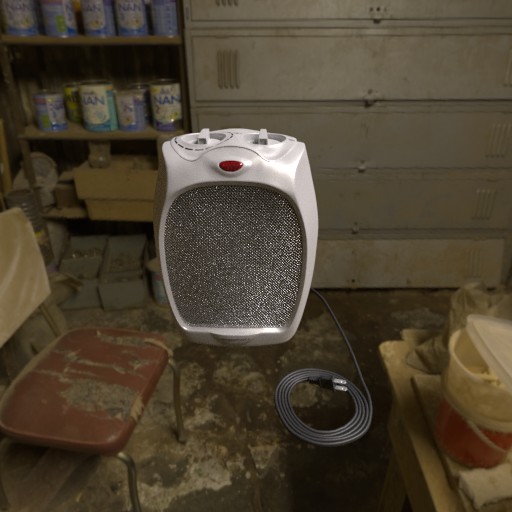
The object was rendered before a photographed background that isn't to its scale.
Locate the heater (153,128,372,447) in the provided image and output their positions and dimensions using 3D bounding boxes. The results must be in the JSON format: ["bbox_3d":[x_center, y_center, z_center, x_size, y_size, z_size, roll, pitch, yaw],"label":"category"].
[{"bbox_3d":[0.000,0.000,0.475,0.239,0.240,0.291,1,29,1],"label":"heater"}]
